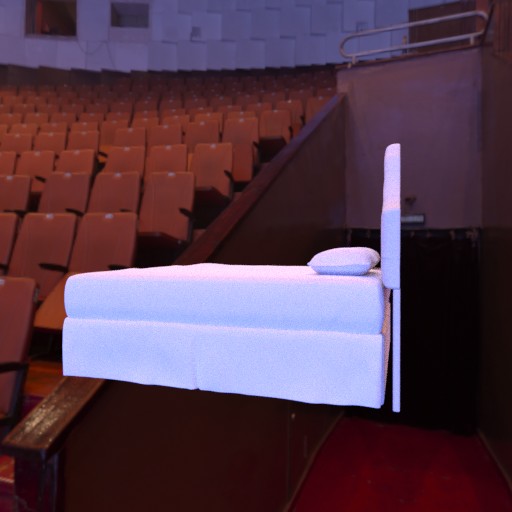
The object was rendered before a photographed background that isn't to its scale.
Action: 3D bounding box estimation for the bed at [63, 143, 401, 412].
[{"bbox_3d":[0.000,0.000,3.582,2.214,1.615,2.008,0,1,18],"label":"bed"}]
